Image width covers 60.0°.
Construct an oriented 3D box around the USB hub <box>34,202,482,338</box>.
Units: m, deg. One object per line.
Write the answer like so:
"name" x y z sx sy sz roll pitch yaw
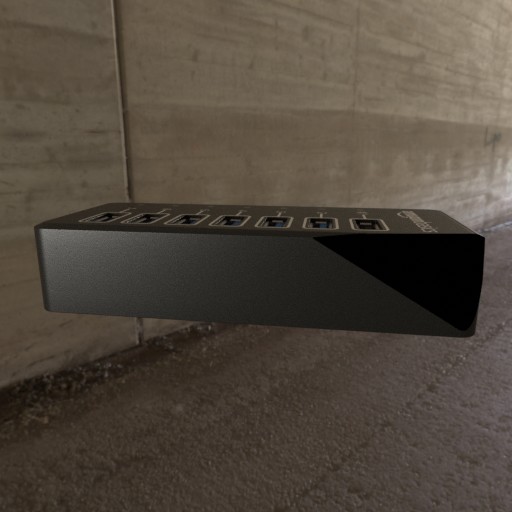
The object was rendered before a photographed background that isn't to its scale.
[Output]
"USB hub" 0.000 0.000 0.126 0.110 0.023 0.044 2 15 9
